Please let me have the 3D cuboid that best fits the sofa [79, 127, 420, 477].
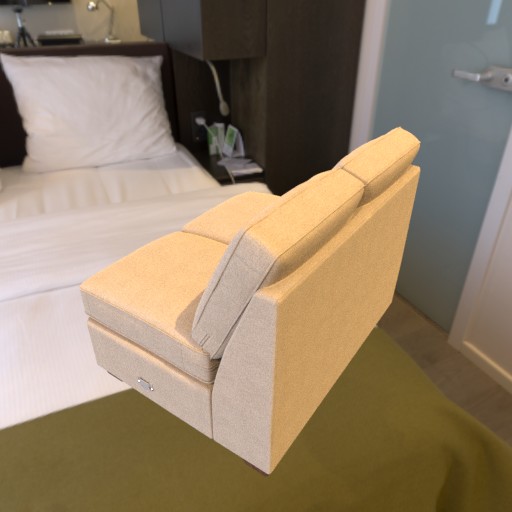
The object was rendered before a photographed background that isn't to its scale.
[{"bbox_3d":[0.000,0.000,1.986,0.978,1.006,1.232,20,37,29],"label":"sofa"}]
